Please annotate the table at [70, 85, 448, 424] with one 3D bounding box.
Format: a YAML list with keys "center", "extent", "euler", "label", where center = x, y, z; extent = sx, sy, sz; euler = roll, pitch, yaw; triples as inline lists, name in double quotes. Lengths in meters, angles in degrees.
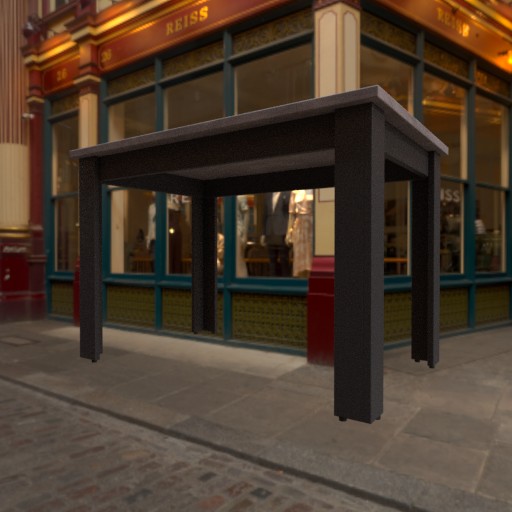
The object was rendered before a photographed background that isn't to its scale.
- center: [0.000, 0.000, 1.530]
  extent: [1.100, 0.734, 0.700]
  euler: [1, 1, 35]
  label: "table"
